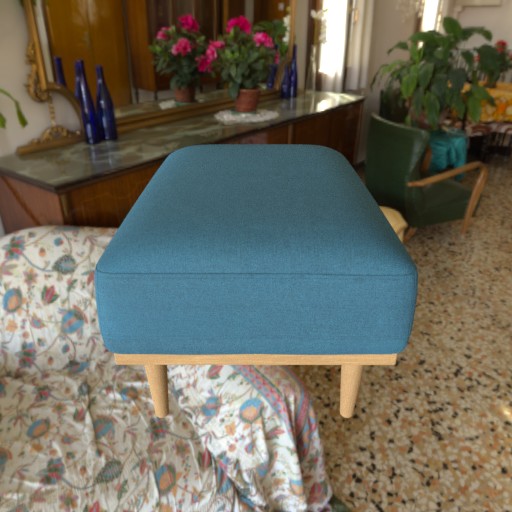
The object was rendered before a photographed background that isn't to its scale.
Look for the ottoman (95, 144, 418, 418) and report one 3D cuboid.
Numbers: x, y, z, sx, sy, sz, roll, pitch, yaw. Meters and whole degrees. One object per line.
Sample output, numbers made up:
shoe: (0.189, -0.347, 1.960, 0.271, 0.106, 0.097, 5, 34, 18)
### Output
ottoman: (0.000, 0.000, 1.096, 0.549, 0.428, 0.749, 0, 28, 0)
